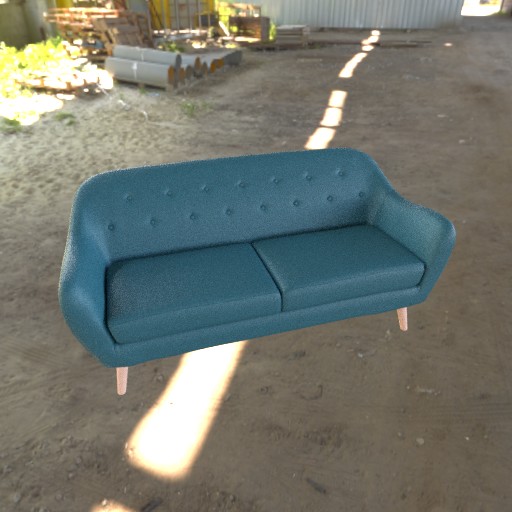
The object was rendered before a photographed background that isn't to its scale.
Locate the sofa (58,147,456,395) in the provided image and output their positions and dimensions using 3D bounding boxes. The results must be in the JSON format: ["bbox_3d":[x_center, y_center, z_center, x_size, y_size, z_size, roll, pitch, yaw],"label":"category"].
[{"bbox_3d":[0.000,0.000,2.318,1.840,0.836,0.820,-9,32,-15],"label":"sofa"}]
